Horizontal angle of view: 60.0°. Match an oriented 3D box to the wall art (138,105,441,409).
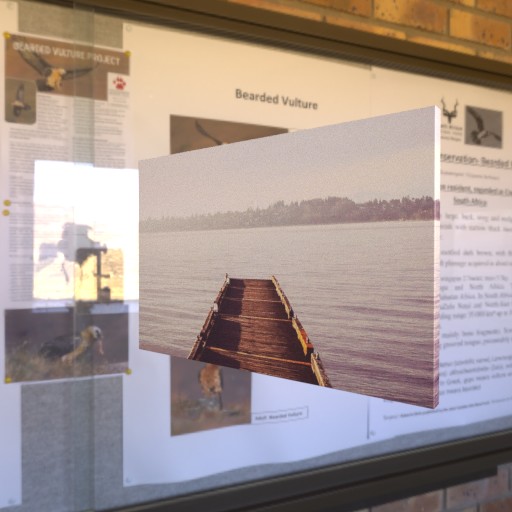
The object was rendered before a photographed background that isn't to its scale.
[{"bbox_3d":[0.000,0.000,1.171,0.916,0.609,0.037,1,1,36],"label":"wall art"}]
